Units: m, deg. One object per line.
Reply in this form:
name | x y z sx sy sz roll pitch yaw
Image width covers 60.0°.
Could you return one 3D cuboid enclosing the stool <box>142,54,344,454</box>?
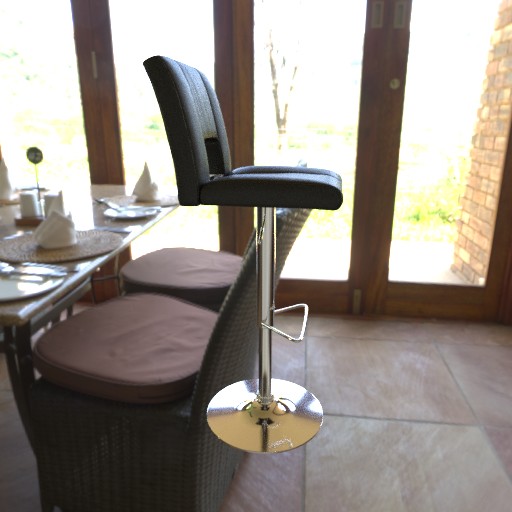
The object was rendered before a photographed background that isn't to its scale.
stool | 0.000 0.000 1.411 0.520 1.151 0.415 3 17 10
